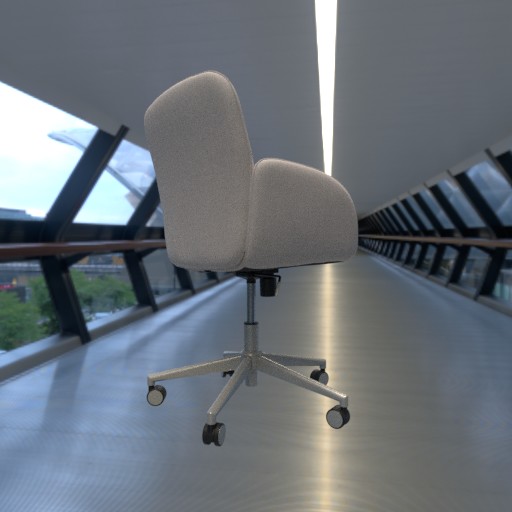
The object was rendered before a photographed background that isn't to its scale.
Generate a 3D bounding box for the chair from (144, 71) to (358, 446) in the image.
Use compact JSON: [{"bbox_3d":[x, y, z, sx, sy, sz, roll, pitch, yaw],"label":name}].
[{"bbox_3d":[0.000,0.000,1.437,0.633,0.959,0.648,-1,2,-36],"label":"chair"}]
